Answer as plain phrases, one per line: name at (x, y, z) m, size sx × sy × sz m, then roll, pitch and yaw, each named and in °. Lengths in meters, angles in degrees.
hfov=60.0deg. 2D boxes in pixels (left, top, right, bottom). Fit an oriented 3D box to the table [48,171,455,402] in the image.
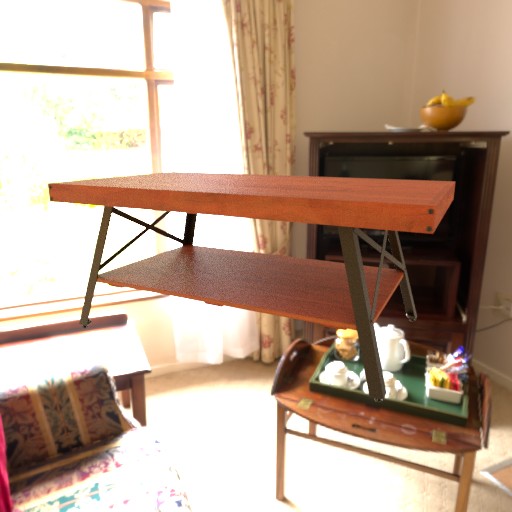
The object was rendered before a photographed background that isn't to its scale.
table at (0.000, 0.000, 1.390) m, size 1.067 × 0.457 × 0.610 m, roll 7°, pitch 16°, yaw 26°
